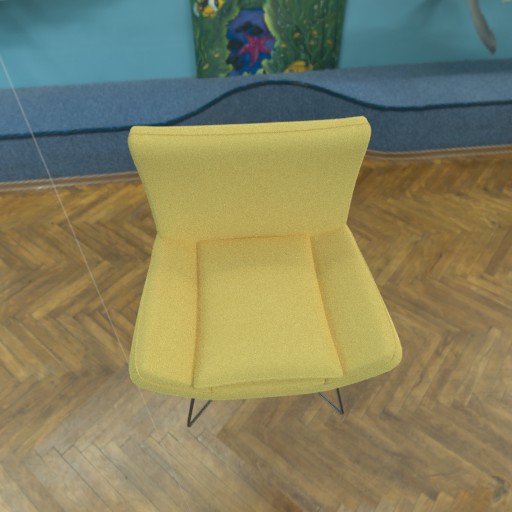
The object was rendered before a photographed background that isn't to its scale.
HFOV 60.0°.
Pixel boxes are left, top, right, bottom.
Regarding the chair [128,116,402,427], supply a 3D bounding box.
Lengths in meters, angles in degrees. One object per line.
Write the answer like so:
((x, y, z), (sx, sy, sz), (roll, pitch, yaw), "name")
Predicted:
((0.000, 0.000, 1.687), (0.859, 0.855, 1.008), (-3, 47, -3), "chair")
